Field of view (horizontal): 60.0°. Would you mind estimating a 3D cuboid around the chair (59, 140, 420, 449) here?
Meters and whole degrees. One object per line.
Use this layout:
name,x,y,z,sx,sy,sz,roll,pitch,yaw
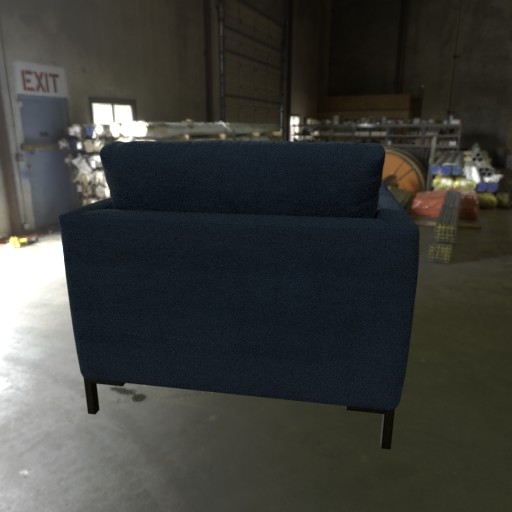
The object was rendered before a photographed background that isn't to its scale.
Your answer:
chair,0.000,0.000,1.574,0.964,0.812,0.875,3,17,10
